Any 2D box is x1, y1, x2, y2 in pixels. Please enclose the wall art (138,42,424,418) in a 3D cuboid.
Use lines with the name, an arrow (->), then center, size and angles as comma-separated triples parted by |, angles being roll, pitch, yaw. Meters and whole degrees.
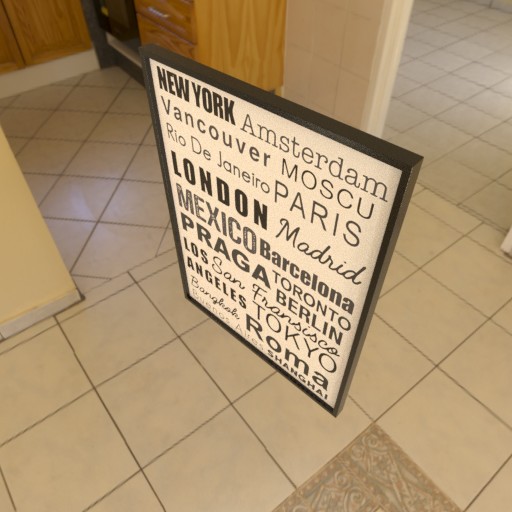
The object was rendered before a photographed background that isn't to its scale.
wall art -> 0.000, 0.000, 1.356 | 0.788, 1.046, 0.043 | 33, 55, 28
